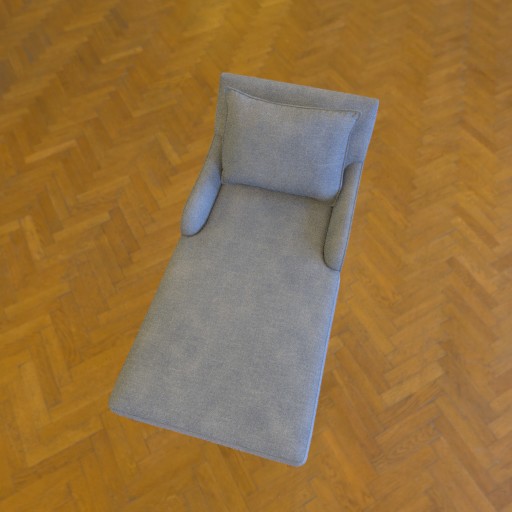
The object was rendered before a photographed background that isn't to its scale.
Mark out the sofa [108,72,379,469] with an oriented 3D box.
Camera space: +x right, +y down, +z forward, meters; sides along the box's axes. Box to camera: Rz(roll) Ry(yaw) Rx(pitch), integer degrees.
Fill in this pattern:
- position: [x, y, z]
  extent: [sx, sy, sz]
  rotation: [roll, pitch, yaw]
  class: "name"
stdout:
- position: [0.000, 0.000, 2.268]
  extent: [0.904, 0.883, 1.779]
  rotation: [13, 59, 8]
  class: "sofa"
